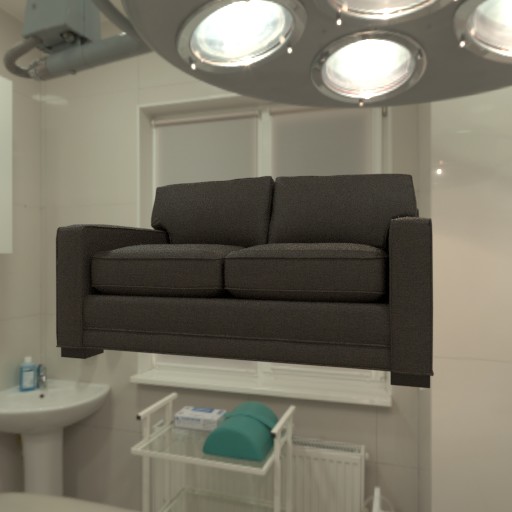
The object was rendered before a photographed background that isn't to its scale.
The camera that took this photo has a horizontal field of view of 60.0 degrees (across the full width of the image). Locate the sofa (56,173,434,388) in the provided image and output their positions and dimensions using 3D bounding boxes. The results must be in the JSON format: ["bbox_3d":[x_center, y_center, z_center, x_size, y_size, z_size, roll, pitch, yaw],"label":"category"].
[{"bbox_3d":[0.000,0.000,2.144,1.534,0.887,0.974,0,0,18],"label":"sofa"}]
